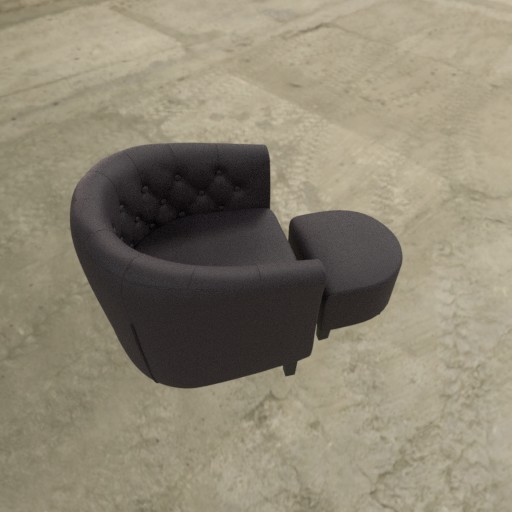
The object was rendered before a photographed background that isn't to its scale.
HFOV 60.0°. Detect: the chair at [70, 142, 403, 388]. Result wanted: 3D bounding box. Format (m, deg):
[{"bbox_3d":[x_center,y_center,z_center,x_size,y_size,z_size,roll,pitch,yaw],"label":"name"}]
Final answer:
[{"bbox_3d":[0.000,0.000,1.694,1.191,0.760,0.763,-10,47,-10],"label":"chair"}]
